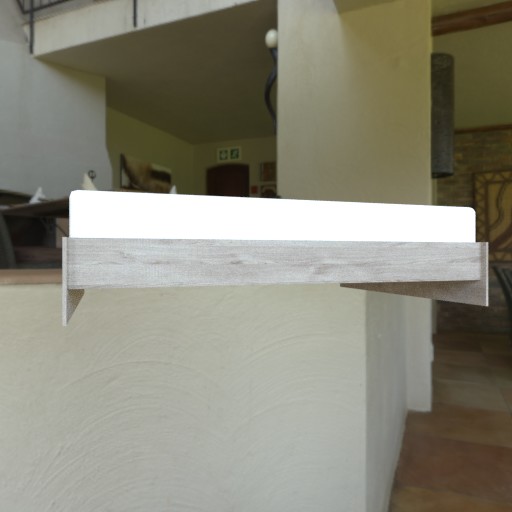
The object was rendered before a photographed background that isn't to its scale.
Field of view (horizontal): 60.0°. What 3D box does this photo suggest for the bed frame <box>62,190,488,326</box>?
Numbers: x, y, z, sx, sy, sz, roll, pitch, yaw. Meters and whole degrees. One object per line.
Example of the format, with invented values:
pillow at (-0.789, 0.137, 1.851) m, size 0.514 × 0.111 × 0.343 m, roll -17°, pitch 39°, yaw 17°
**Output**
bed frame at (0.000, 0.000, 2.573) m, size 1.945 × 0.497 × 1.445 m, roll 0°, pitch 0°, yaw -19°
